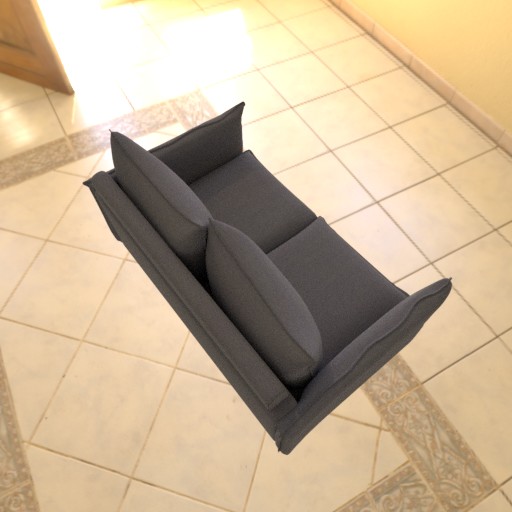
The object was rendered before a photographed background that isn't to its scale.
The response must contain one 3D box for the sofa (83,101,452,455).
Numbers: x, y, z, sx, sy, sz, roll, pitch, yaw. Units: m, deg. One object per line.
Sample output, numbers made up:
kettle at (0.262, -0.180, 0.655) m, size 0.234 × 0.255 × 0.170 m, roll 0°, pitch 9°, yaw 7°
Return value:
sofa at (0.000, 0.000, 1.849) m, size 0.820 × 0.840 × 1.300 m, roll -34°, pitch 64°, yaw -19°
